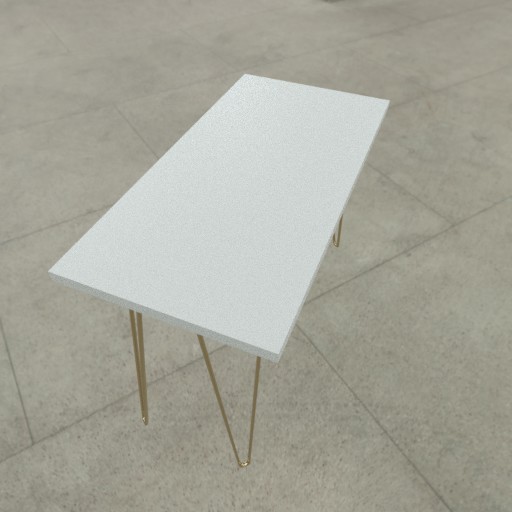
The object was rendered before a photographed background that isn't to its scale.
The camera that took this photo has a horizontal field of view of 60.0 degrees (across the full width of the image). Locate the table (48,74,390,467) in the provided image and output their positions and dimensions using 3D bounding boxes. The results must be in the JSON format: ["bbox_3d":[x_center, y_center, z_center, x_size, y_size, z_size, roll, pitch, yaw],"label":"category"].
[{"bbox_3d":[0.000,0.000,1.378,0.498,0.660,0.991,17,48,16],"label":"table"}]
